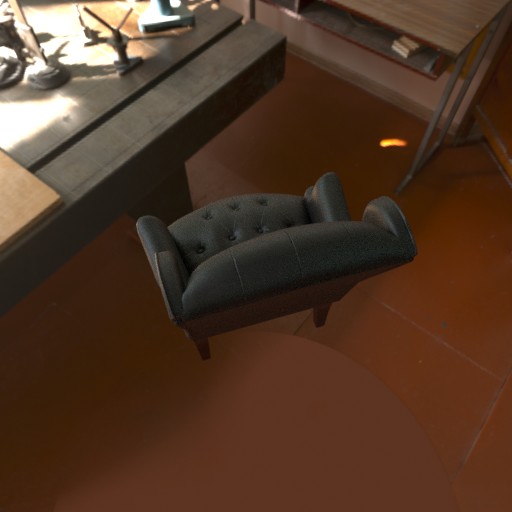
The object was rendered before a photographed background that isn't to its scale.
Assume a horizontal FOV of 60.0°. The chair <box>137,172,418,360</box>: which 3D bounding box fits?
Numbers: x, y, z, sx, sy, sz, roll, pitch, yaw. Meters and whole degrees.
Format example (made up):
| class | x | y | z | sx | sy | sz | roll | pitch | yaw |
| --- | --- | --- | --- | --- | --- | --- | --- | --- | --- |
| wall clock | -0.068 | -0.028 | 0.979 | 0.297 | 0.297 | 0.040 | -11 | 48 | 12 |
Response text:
| class | x | y | z | sx | sy | sz | roll | pitch | yaw |
| --- | --- | --- | --- | --- | --- | --- | --- | --- | --- |
| chair | 0.000 | 0.000 | 1.734 | 0.831 | 1.133 | 0.822 | -14 | 60 | -9 |
